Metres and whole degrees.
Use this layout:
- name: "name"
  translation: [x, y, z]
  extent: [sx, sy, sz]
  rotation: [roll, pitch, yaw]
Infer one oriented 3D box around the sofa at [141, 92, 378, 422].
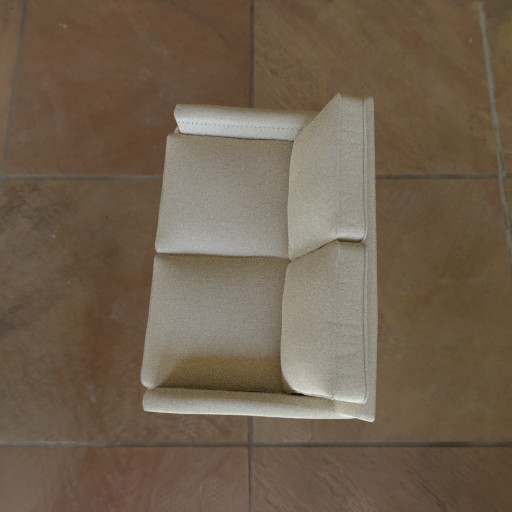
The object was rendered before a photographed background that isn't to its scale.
- name: "sofa"
  translation: [0.000, 0.000, 2.328]
  extent: [1.084, 1.003, 1.597]
  rotation: [3, 77, 1]
